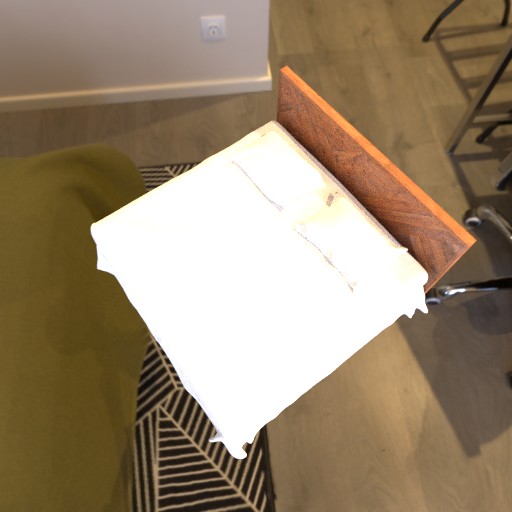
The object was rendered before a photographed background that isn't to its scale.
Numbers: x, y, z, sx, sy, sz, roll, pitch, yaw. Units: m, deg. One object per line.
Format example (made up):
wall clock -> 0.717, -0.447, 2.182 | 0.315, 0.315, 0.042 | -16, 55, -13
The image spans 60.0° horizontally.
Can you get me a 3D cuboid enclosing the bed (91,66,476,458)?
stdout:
bed -> 0.000, 0.000, 3.509 | 2.165, 1.158, 2.255 | -34, 69, -15
